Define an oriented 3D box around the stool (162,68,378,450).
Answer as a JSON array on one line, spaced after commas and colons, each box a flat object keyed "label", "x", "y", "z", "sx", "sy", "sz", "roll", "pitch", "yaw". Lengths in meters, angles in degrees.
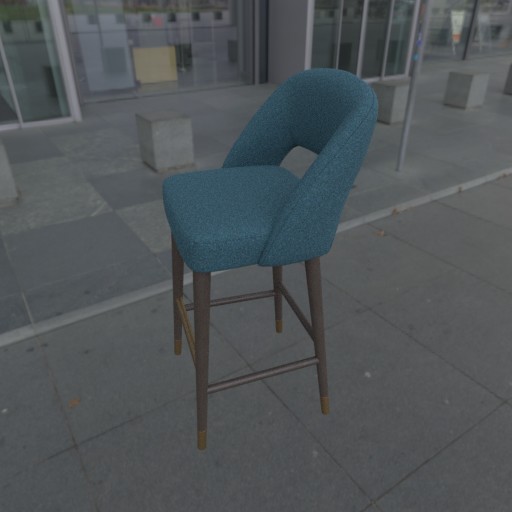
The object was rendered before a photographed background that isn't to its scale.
[{"label": "stool", "x": 0.000, "y": 0.000, "z": 1.351, "sx": 0.522, "sy": 1.032, "sz": 0.536, "roll": -10, "pitch": 32, "yaw": -16}]
